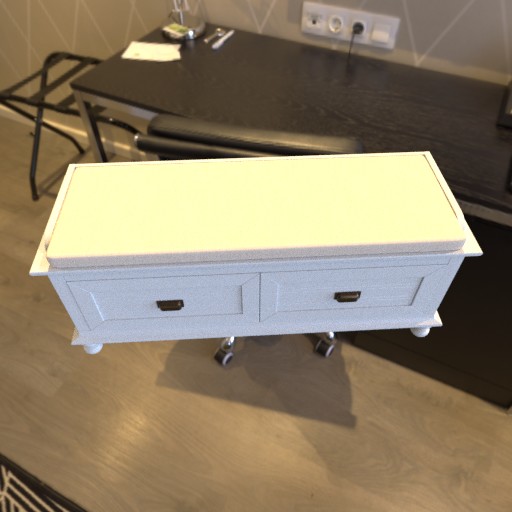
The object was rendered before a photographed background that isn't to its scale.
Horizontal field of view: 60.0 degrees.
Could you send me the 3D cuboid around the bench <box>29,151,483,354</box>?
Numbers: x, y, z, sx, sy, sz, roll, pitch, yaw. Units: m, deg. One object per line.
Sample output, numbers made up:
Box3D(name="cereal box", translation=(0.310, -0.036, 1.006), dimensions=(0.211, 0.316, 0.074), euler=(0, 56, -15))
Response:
Box3D(name="bench", translation=(0.000, 0.000, 1.433), dimensions=(1.185, 0.486, 0.402), euler=(-3, 48, -2))
